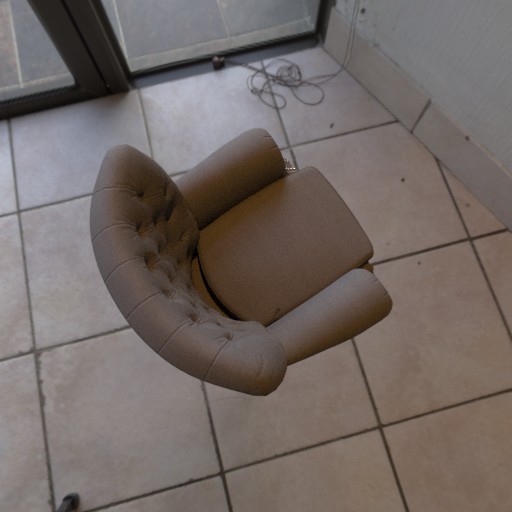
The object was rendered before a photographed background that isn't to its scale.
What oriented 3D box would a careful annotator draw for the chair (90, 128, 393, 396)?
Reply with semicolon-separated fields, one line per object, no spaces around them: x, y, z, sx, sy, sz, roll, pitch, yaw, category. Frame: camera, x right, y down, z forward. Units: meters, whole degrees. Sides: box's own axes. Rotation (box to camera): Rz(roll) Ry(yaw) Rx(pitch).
0.000;0.000;1.815;0.983;1.046;0.983;-32;77;-9;chair
